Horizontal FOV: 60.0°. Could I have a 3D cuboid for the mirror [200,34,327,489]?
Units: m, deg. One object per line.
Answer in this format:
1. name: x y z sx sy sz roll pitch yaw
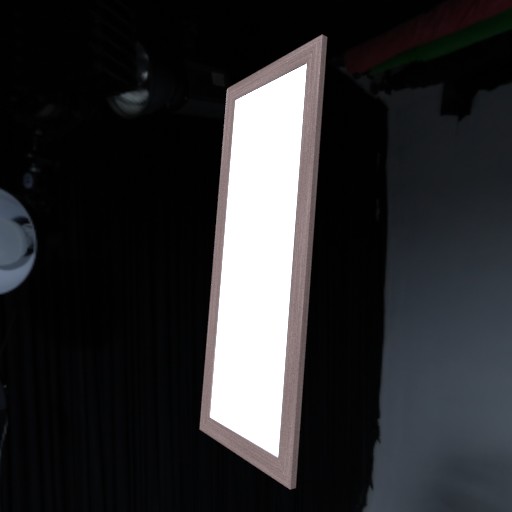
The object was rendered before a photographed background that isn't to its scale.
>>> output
1. mirror: 0.000 0.000 2.306 0.221 2.020 0.812 0 0 -36
